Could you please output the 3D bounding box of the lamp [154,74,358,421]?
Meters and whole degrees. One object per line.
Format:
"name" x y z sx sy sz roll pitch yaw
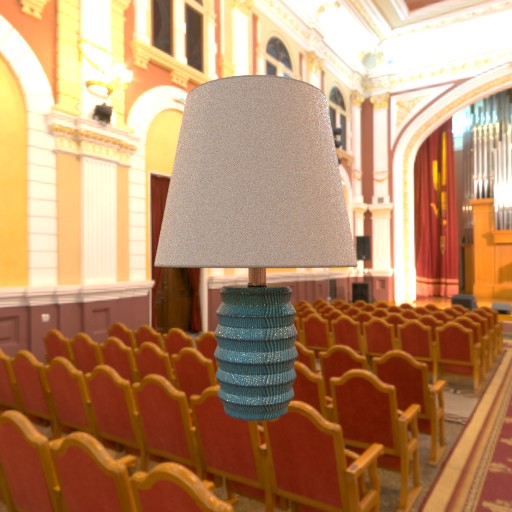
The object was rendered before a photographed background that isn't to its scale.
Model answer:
"lamp" 0.000 0.000 0.568 0.254 0.392 0.254 0 0 0
